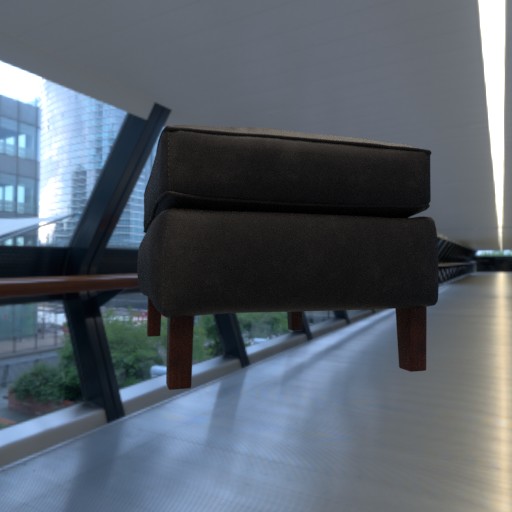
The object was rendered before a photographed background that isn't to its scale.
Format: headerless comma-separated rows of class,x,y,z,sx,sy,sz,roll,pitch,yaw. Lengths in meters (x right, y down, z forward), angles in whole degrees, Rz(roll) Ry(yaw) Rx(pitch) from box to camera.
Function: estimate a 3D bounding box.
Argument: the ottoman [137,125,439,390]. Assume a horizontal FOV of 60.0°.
ottoman,0.000,0.000,0.985,0.501,0.413,0.665,1,-2,-17
